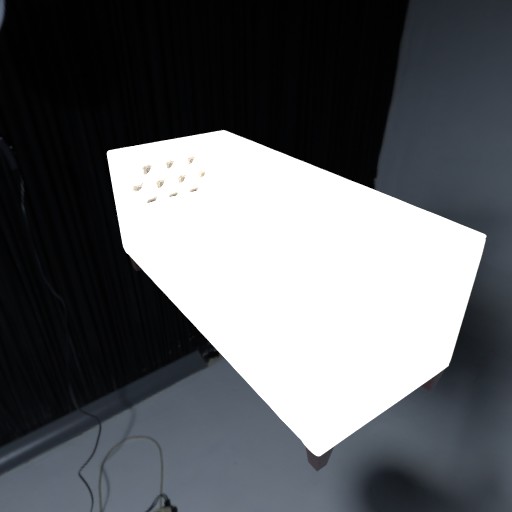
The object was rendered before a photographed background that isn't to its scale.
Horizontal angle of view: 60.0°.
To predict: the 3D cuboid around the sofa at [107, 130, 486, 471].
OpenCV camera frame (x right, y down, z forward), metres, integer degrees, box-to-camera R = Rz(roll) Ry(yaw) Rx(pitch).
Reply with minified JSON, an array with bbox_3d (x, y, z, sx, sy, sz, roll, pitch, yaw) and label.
[{"bbox_3d":[0.000,0.000,2.197,0.775,0.762,1.778,-20,36,-30],"label":"sofa"}]
